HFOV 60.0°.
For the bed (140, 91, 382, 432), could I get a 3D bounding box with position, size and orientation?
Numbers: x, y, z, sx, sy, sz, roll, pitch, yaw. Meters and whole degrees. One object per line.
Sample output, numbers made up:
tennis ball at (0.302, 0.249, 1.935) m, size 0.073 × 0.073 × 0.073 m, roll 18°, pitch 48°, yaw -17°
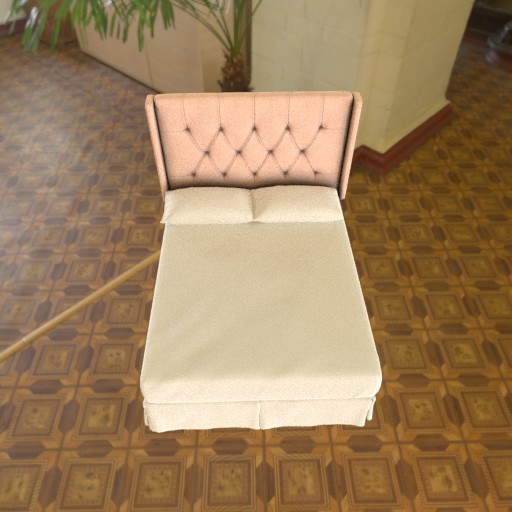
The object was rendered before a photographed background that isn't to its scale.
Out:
bed at (0.000, 0.000, 3.431) m, size 1.719 × 1.665 × 2.066 m, roll -1°, pitch 47°, yaw -1°
